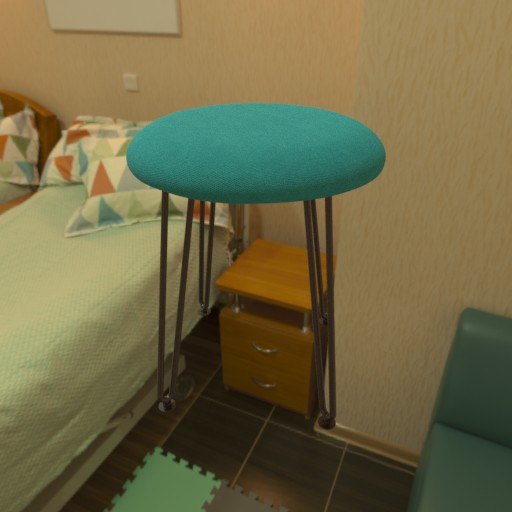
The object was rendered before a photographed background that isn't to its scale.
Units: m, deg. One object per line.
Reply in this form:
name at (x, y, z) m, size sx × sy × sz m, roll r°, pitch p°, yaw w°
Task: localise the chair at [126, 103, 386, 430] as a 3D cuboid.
chair at (0.000, 0.000, 0.701) m, size 0.350 × 0.430 × 0.350 m, roll -2°, pitch 29°, yaw -4°
